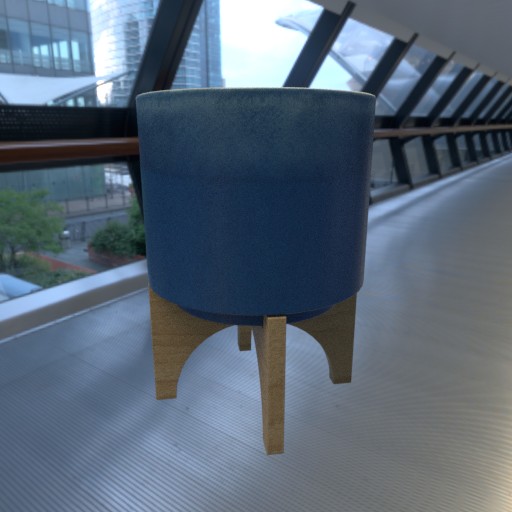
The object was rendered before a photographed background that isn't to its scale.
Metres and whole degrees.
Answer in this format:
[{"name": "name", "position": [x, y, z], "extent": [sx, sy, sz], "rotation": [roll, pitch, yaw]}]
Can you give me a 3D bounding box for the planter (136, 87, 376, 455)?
[{"name": "planter", "position": [0.000, 0.000, 0.546], "extent": [0.261, 0.367, 0.261], "rotation": [0, 15, 0]}]
